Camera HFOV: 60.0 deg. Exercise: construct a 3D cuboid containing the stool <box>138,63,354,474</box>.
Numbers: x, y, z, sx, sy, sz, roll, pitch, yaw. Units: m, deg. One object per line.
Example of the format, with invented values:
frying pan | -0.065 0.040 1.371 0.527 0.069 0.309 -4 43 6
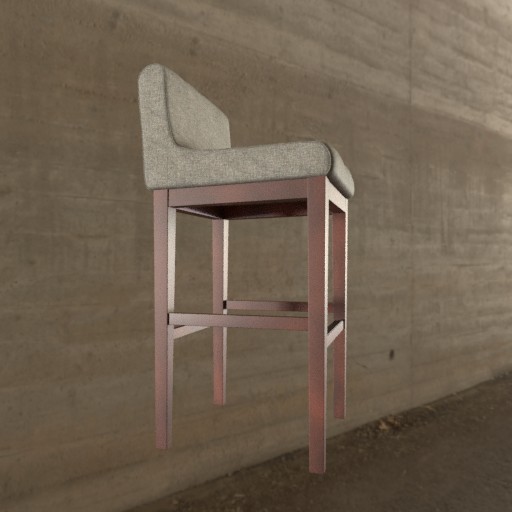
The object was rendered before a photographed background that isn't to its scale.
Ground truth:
stool | 0.000 0.000 1.227 0.499 0.965 0.426 0 -1 18
